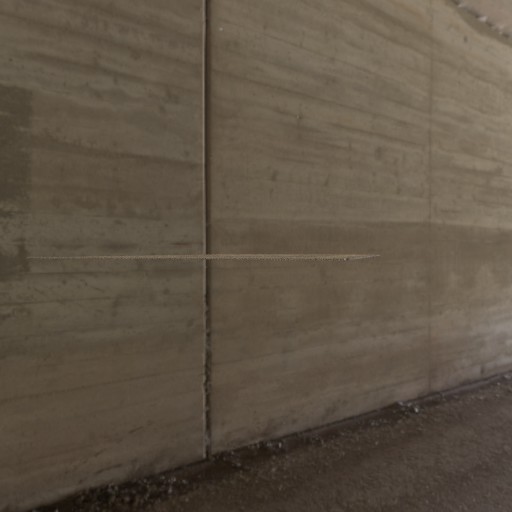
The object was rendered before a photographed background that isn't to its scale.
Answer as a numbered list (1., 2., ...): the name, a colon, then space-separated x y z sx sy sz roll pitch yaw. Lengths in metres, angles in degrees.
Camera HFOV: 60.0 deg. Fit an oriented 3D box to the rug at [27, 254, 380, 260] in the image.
1. rug: 0.000 0.000 3.035 1.528 0.010 2.440 0 1 18
